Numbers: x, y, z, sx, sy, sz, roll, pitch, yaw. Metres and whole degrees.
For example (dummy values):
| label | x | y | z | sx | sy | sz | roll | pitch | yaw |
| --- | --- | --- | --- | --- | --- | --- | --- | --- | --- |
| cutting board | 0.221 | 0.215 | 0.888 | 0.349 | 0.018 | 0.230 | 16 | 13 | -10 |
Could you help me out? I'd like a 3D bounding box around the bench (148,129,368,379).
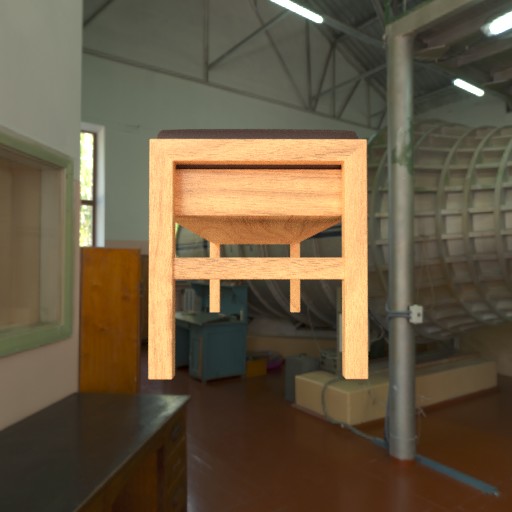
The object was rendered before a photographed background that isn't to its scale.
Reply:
| label | x | y | z | sx | sy | sz | roll | pitch | yaw |
| --- | --- | --- | --- | --- | --- | --- | --- | --- | --- |
| bench | 0.000 | 0.000 | 1.419 | 0.405 | 0.480 | 1.200 | 0 | -1 | 0 |
